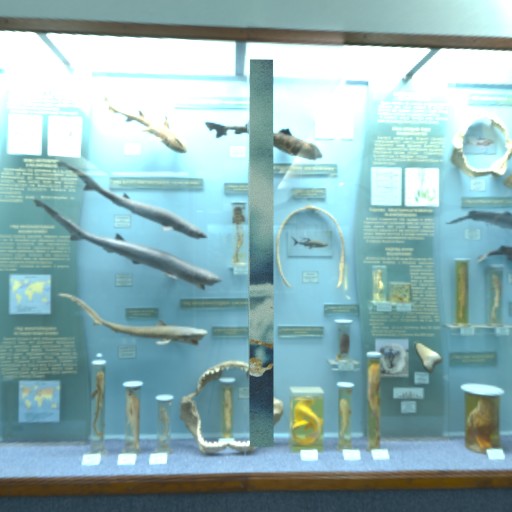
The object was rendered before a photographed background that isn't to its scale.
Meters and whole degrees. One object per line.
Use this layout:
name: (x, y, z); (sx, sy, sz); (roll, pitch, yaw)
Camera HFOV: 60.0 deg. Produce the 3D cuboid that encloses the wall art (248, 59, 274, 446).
wall art: (0.000, 0.000, 1.151); (0.038, 0.608, 0.912); (0, -1, -1)
